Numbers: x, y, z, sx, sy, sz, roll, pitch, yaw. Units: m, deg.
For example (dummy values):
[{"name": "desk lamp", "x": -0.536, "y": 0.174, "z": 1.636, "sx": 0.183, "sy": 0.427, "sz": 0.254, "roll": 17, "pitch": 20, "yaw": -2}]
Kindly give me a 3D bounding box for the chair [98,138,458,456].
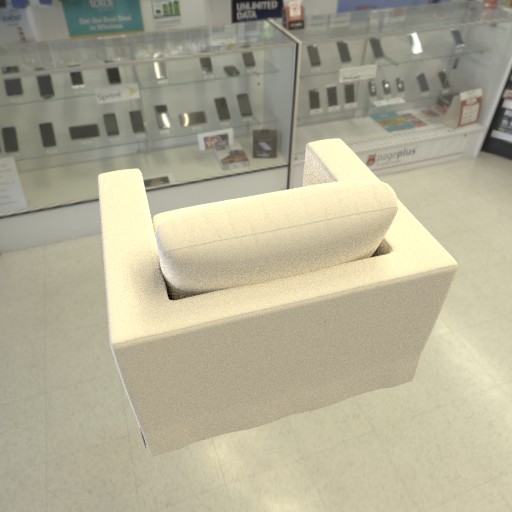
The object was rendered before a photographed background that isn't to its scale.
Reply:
[{"name": "chair", "x": 0.000, "y": 0.000, "z": 1.788, "sx": 1.150, "sy": 0.878, "sz": 0.957, "roll": -12, "pitch": 43, "yaw": -13}]
